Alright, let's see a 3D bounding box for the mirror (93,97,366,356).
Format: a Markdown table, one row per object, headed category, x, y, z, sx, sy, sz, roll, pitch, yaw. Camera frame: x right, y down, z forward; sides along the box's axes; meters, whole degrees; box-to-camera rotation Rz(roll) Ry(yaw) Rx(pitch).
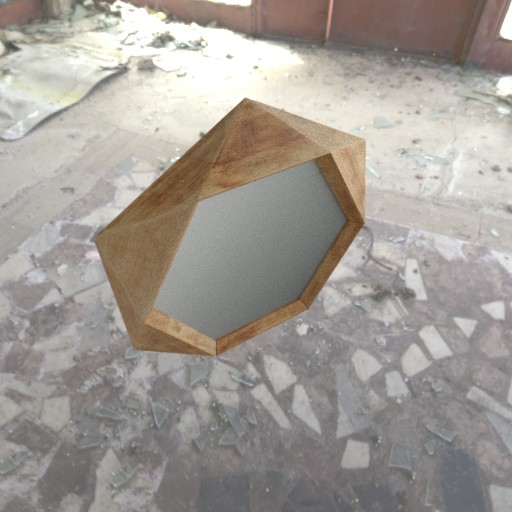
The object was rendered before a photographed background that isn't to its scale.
| category | x | y | z | sx | sy | sz | roll | pitch | yaw |
| --- | --- | --- | --- | --- | --- | --- | --- | --- | --- |
| mirror | 0.000 | 0.000 | 1.079 | 0.675 | 0.779 | 0.091 | -24 | 50 | -21 |
